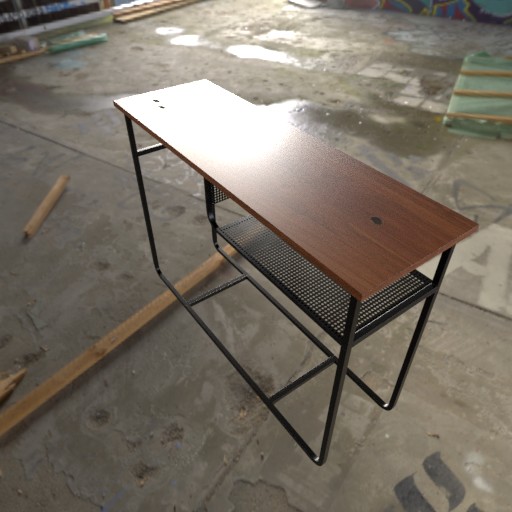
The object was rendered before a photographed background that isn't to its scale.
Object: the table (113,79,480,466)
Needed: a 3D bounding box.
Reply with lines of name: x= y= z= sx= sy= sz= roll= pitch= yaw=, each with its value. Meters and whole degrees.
table: x=0.000 y=0.000 z=1.426 sx=0.350 sy=0.750 sz=1.100 roll=-25 pitch=46 yaw=-27
